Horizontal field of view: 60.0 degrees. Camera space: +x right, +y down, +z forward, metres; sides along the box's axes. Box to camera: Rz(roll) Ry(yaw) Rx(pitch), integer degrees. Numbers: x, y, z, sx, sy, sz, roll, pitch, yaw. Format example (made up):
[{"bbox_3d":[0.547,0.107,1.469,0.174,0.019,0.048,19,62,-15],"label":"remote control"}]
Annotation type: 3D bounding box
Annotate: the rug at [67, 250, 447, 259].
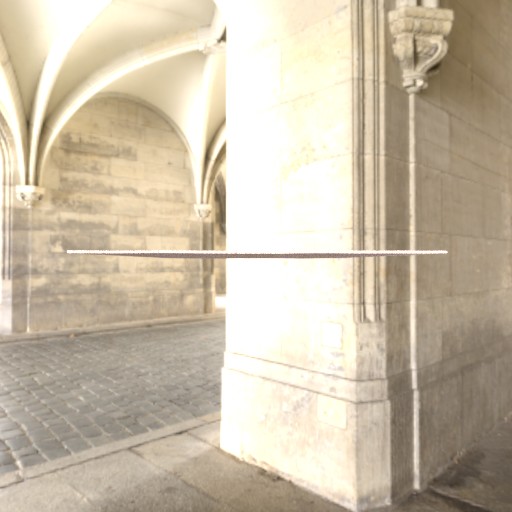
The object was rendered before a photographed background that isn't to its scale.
[{"bbox_3d":[0.000,0.000,2.345,1.225,0.013,1.840,0,-1,0],"label":"rug"}]
